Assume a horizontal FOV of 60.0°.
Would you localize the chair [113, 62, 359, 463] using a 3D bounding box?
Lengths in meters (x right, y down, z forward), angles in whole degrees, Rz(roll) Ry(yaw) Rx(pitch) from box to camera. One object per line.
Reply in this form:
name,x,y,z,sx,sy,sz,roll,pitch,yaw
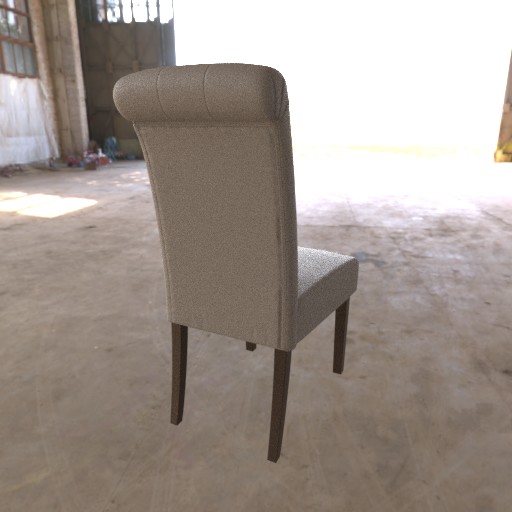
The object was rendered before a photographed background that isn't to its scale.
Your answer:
chair,0.000,0.000,1.331,0.456,1.006,0.671,9,19,27
